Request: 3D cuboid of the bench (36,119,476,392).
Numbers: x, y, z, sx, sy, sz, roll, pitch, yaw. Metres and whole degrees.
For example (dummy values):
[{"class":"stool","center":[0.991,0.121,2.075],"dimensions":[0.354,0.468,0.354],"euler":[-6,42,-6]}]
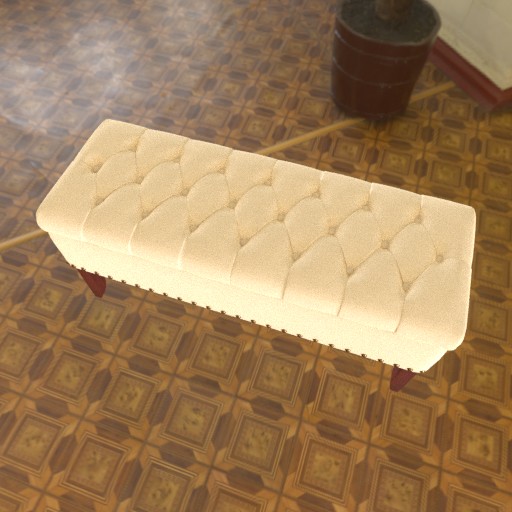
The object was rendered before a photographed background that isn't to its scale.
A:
[{"class":"bench","center":[0.000,0.000,1.289],"dimensions":[1.054,0.470,0.400],"euler":[16,60,9]}]
